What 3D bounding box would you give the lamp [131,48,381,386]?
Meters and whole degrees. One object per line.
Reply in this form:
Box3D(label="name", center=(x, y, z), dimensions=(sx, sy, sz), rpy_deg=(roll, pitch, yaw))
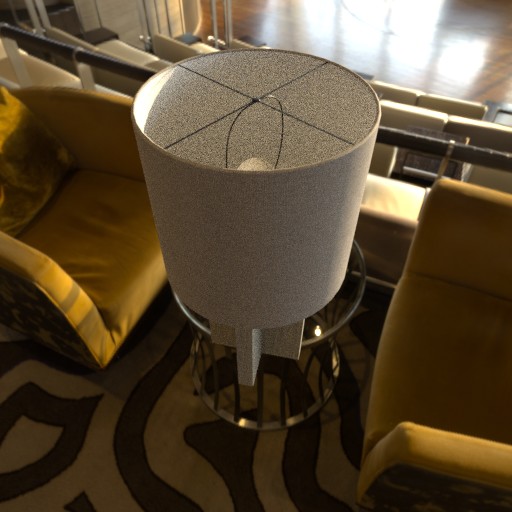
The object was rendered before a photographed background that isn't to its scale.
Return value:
Box3D(label="lamp", center=(0.000, 0.000, 0.566), dimensions=(0.229, 0.428, 0.229), rpy_deg=(9, 48, 9))
